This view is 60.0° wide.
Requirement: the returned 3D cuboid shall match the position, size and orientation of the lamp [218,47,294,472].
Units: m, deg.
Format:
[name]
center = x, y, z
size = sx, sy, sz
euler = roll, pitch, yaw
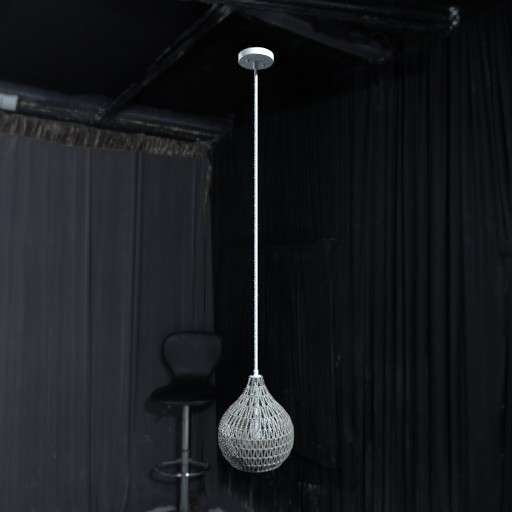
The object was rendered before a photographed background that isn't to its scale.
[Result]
[lamp]
center = 0.000, 0.000, 2.104
size = 0.355, 1.919, 0.355
euler = 1, -2, -35
